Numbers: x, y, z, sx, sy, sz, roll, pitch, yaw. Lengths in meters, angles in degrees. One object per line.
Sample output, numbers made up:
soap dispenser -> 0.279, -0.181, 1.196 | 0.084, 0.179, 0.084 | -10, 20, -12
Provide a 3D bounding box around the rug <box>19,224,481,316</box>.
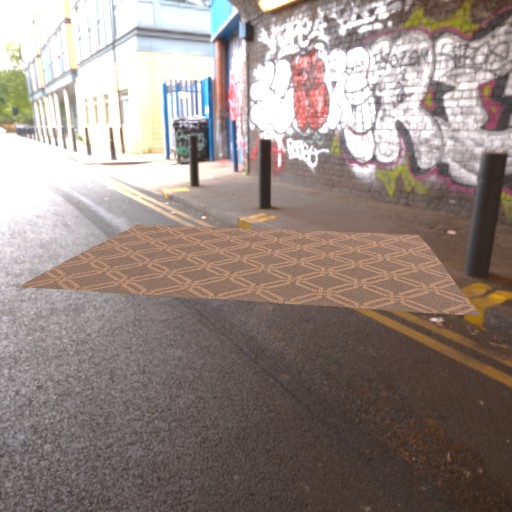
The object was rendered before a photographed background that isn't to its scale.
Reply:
rug -> 0.000, 0.000, 2.176 | 1.754, 0.010, 1.148 | 3, 17, 9
